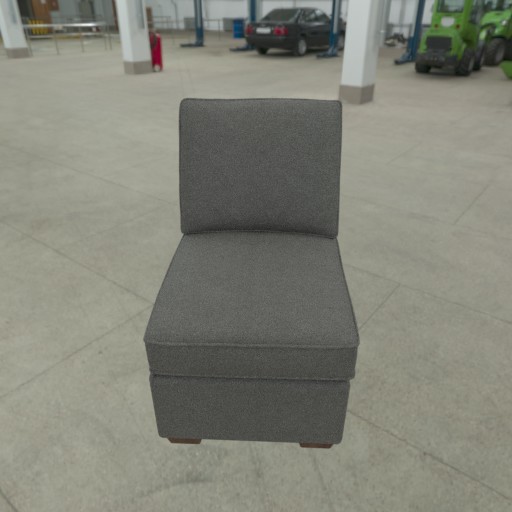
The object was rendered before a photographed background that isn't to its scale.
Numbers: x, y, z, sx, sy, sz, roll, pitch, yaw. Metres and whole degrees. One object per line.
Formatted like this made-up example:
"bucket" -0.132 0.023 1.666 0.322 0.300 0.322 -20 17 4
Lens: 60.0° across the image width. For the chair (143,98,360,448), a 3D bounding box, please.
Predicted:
"chair" 0.000 0.000 1.588 0.621 0.970 0.938 1 30 2
